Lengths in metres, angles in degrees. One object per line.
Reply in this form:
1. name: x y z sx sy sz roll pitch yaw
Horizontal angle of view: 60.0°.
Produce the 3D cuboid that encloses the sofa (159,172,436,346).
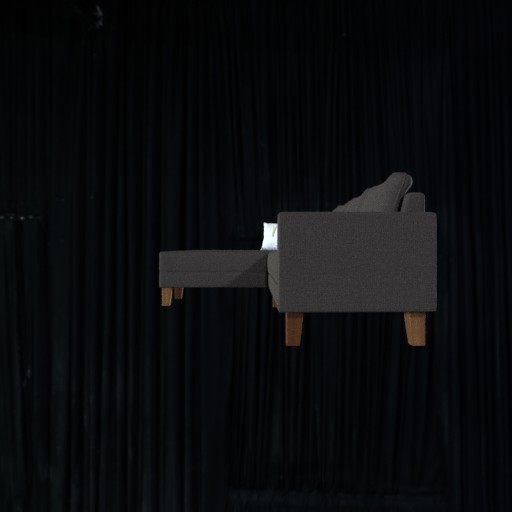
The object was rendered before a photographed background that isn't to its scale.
1. sofa: 0.000 0.000 3.578 1.829 0.932 2.679 0 0 0
